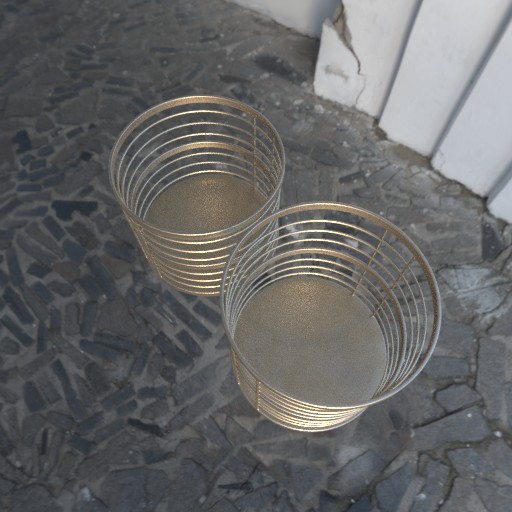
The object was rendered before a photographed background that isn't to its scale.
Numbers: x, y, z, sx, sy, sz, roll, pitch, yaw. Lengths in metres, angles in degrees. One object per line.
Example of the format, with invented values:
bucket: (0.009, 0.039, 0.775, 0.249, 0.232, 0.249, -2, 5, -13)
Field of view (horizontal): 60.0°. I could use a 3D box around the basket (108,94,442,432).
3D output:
basket: (0.000, 0.000, 0.940, 0.356, 0.351, 0.746, -34, 68, -16)
